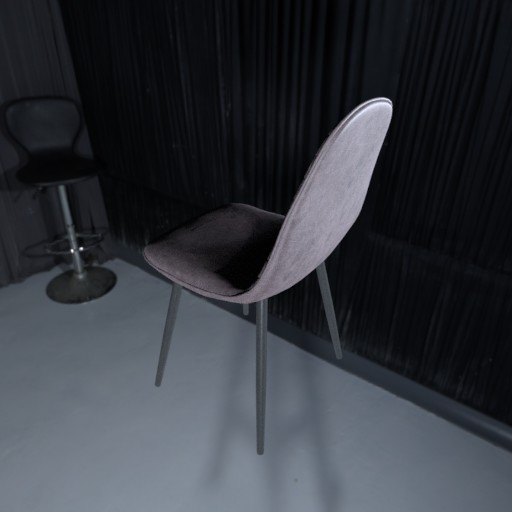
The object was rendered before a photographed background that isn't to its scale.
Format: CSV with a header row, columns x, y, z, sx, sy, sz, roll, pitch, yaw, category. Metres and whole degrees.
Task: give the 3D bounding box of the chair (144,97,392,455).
x,y,z,sx,sy,sz,roll,pitch,yaw,category
0.000,0.000,1.218,0.561,0.889,0.472,21,37,31,chair
